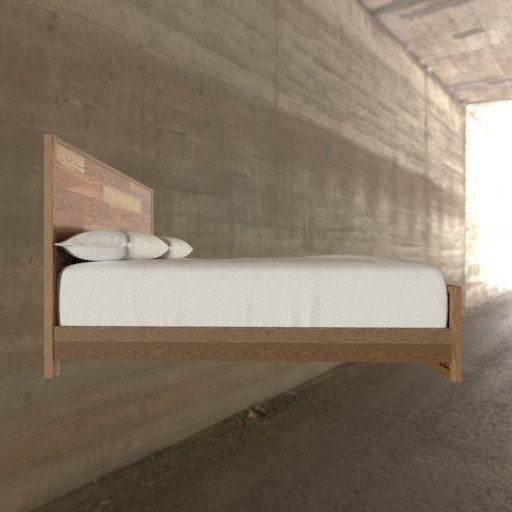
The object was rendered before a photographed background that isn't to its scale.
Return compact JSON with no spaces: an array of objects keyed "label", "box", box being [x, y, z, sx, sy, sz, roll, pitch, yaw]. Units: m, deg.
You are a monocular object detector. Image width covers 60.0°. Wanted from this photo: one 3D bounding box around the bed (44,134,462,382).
[{"label":"bed","box":[0.000,0.000,3.319,2.184,1.295,2.013,0,0,2]}]
